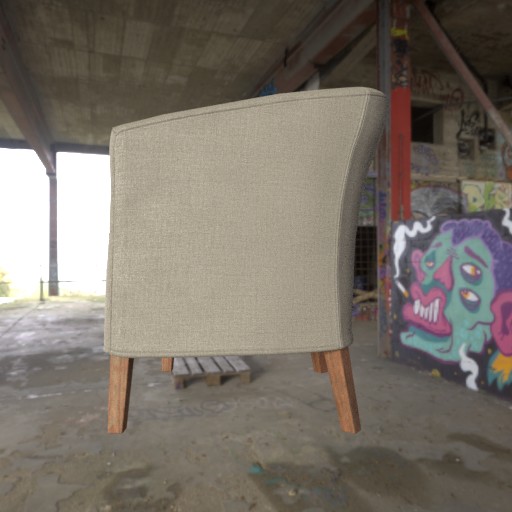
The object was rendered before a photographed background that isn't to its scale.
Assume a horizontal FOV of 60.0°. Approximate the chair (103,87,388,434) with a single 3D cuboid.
[{"bbox_3d":[0.000,0.000,1.230,0.668,0.771,0.600,0,0,1],"label":"chair"}]
